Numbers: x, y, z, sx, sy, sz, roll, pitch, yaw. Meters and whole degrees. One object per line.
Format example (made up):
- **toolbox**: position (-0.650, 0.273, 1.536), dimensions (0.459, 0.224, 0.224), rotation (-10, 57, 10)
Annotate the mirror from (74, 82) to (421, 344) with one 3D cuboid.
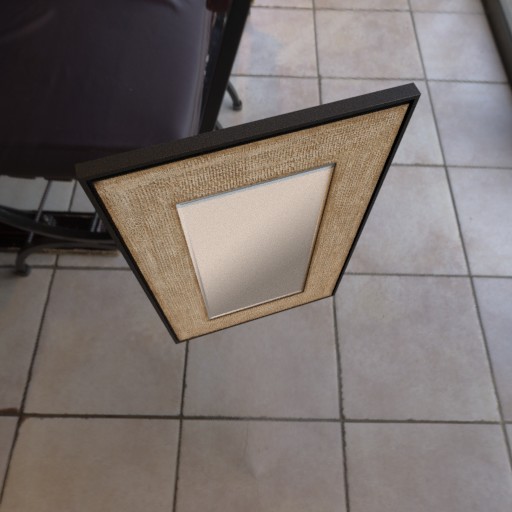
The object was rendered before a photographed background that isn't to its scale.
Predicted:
- **mirror**: position (0.000, 0.000, 1.488), dimensions (0.762, 1.219, 0.038), rotation (-16, 64, -8)
